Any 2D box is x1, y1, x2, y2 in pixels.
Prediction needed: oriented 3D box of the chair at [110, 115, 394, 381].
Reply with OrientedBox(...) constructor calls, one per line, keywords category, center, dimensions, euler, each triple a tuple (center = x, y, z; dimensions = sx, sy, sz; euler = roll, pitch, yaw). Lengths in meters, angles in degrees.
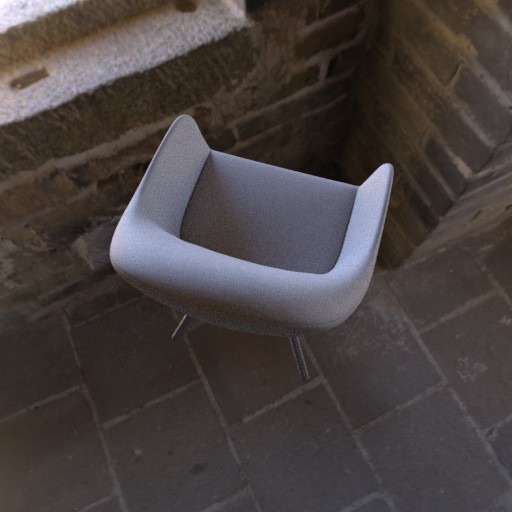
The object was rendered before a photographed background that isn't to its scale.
OrientedBox(category="chair", center=(0.000, 0.000, 1.149), dimensions=(0.540, 0.780, 0.570), euler=(15, 66, 7))
